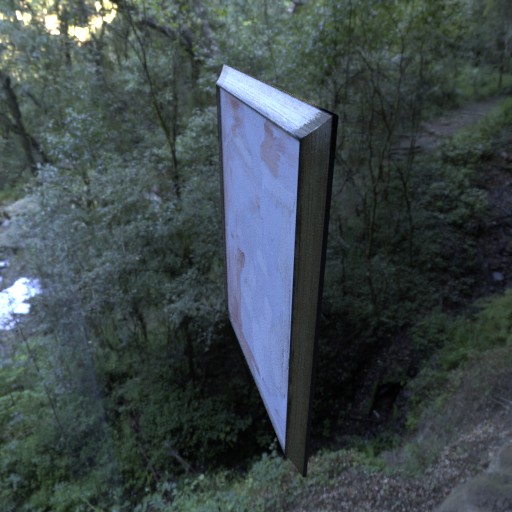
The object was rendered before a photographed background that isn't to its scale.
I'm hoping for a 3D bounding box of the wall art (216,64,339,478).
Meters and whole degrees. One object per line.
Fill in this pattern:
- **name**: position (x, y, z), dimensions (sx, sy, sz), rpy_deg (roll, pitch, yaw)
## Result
- **wall art**: position (0.000, 0.000, 0.620), dimensions (0.023, 0.457, 0.381), rpy_deg (-8, 30, -15)
